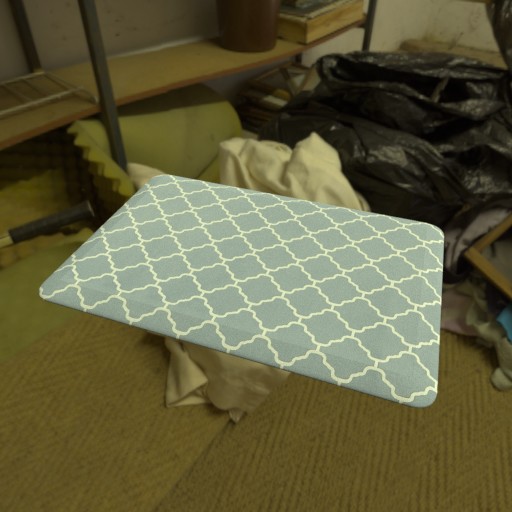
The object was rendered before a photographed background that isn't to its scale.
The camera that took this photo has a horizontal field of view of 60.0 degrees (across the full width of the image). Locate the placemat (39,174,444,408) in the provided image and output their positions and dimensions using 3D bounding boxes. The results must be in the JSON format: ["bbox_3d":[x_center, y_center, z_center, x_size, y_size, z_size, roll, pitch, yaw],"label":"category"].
[{"bbox_3d":[0.000,0.000,0.952,0.762,0.021,0.508,13,42,15],"label":"placemat"}]
